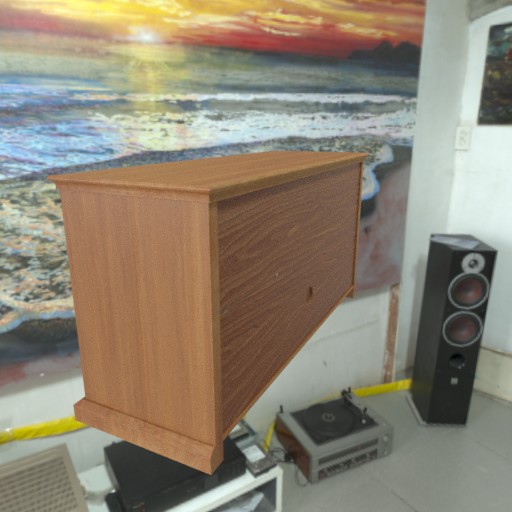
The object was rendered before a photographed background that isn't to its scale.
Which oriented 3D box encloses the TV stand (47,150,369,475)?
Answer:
[{"bbox_3d":[0.000,0.000,1.442,0.417,0.607,1.181,8,18,26],"label":"TV stand"}]
